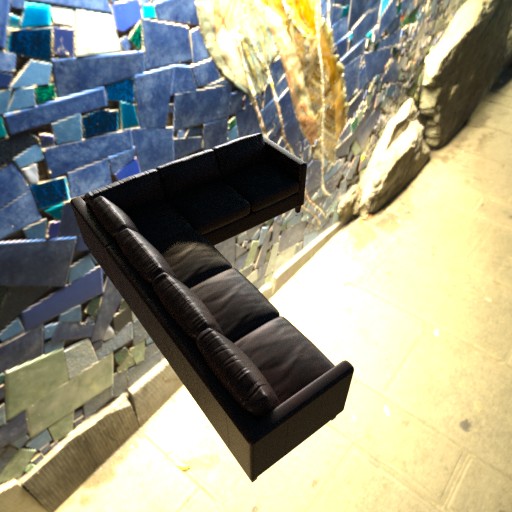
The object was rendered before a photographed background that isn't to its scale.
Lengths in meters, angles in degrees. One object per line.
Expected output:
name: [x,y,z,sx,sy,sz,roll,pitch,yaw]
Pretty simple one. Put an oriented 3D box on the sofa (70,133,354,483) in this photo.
sofa: [0.000,0.000,4.309,2.438,0.836,3.152,-27,49,-26]
